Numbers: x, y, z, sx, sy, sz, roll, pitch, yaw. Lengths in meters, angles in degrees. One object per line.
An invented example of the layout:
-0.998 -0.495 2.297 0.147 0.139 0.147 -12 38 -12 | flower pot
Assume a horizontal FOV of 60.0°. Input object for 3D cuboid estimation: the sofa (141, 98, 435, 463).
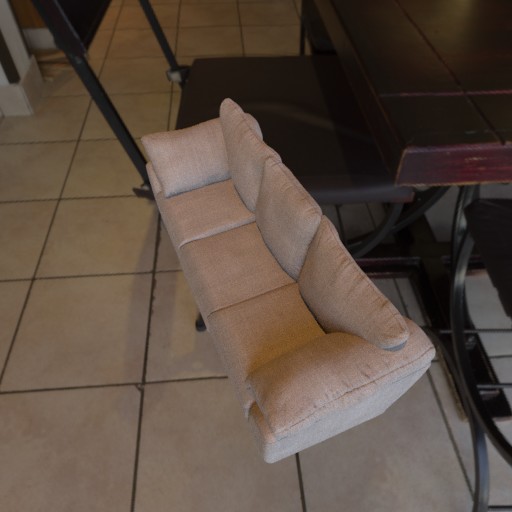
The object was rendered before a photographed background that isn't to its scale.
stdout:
0.000 0.000 2.804 0.878 0.996 2.334 -18 50 -15 | sofa
